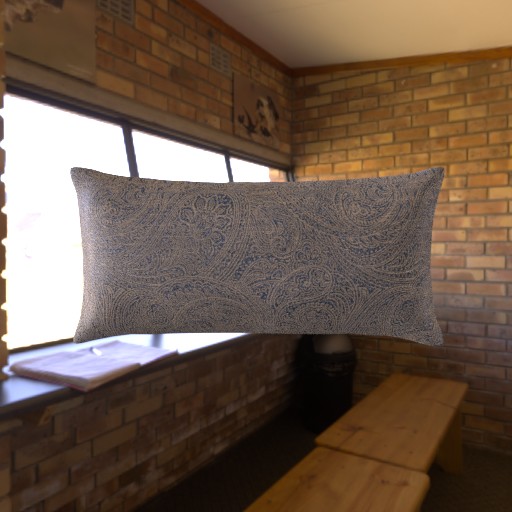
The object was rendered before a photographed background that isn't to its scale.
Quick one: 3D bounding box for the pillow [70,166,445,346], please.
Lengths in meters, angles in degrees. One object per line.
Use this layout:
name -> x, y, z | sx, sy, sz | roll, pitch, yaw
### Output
pillow -> 0.000, 0.000, 0.733 | 0.615, 0.295, 0.151 | 0, 1, 1
